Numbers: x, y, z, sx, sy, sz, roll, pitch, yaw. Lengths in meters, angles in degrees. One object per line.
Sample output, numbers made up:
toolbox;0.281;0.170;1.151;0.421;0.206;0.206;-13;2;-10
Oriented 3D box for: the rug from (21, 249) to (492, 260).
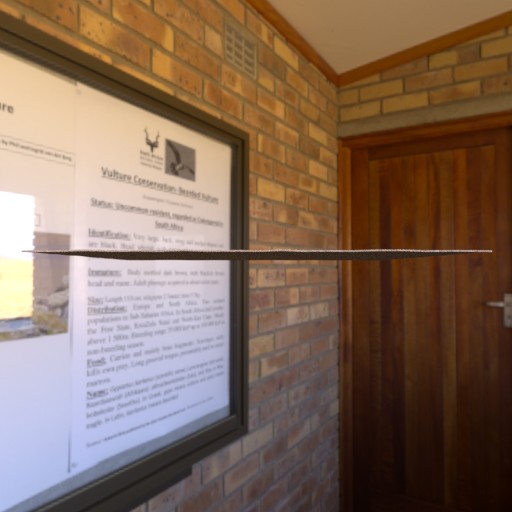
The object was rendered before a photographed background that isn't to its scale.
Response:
rug;0.000;0.000;3.260;2.455;0.025;1.964;0;-2;0
